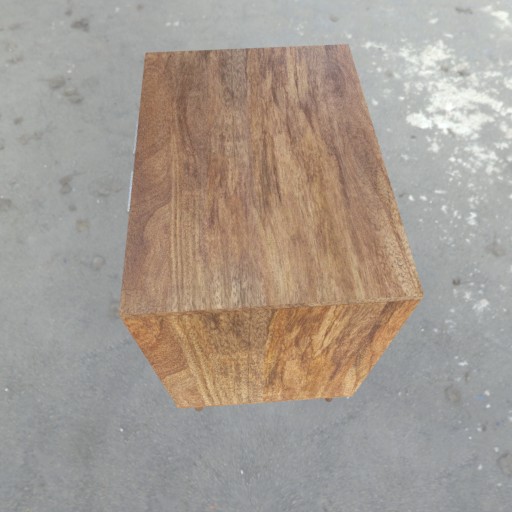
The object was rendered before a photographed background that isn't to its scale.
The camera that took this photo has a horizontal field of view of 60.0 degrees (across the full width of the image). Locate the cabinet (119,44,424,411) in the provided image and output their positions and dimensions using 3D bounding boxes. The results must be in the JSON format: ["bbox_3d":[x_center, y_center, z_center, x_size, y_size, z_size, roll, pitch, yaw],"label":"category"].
[{"bbox_3d":[0.000,0.000,1.163,0.473,0.758,0.647,-3,58,-2],"label":"cabinet"}]
